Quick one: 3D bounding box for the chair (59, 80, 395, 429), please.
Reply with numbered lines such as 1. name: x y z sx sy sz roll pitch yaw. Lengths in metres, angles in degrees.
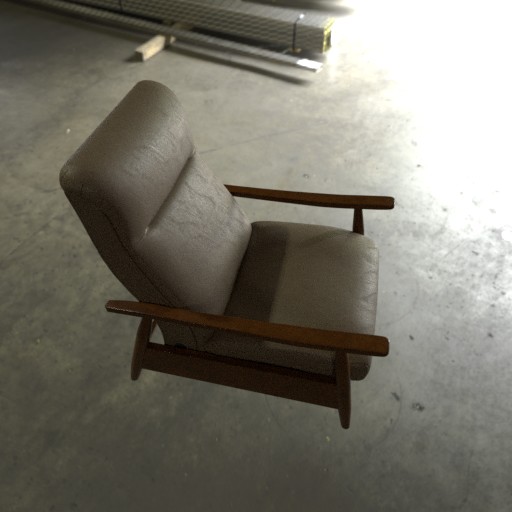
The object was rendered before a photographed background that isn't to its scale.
1. chair: 0.000 0.000 1.735 1.014 1.082 0.762 10 48 9
